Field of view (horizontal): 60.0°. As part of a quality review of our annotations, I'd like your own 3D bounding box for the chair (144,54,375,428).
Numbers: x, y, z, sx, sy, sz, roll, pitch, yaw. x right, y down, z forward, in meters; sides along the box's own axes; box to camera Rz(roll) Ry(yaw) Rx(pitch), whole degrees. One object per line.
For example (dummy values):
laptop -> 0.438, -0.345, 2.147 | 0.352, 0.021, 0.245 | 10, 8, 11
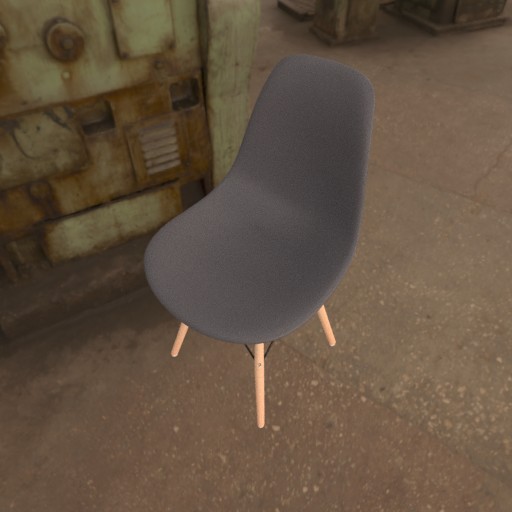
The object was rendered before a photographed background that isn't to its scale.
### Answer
chair -> 0.000, 0.000, 1.136 | 0.470, 0.826, 0.533 | 31, 53, 27
